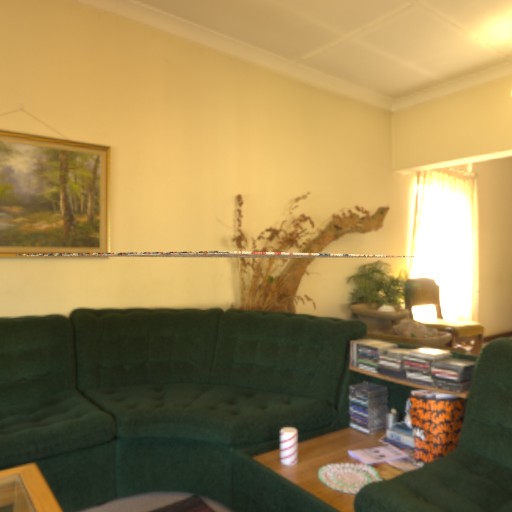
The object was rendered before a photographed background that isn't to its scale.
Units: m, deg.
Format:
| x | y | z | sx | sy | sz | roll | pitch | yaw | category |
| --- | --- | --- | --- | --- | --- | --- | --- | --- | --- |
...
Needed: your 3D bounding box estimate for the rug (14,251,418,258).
| x | y | z | sx | sy | sz | roll | pitch | yaw | category |
| --- | --- | --- | --- | --- | --- | --- | --- | --- | --- |
| 0.000 | 0.000 | 3.112 | 1.523 | 0.010 | 2.584 | 0 | -1 | 36 | rug |
